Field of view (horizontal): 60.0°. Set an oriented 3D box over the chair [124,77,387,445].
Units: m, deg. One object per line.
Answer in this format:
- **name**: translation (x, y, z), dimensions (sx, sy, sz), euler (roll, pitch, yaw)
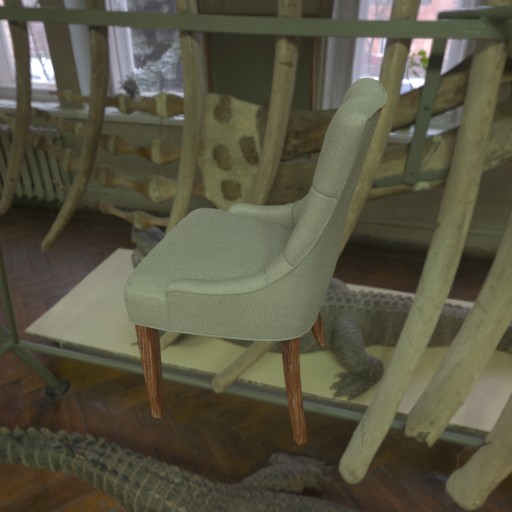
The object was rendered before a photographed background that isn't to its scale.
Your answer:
- **chair**: translation (0.000, 0.000, 1.194), dimensions (0.565, 0.874, 0.509), euler (8, 31, 13)
